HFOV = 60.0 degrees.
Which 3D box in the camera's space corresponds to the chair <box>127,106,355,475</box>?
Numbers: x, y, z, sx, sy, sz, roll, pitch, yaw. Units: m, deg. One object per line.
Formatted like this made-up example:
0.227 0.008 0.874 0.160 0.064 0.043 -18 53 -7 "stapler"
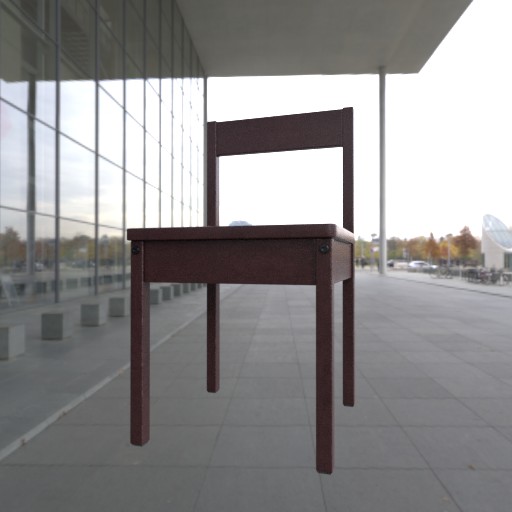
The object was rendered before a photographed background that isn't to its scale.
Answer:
0.000 0.000 0.889 0.367 0.668 0.361 0 -1 18 "chair"
